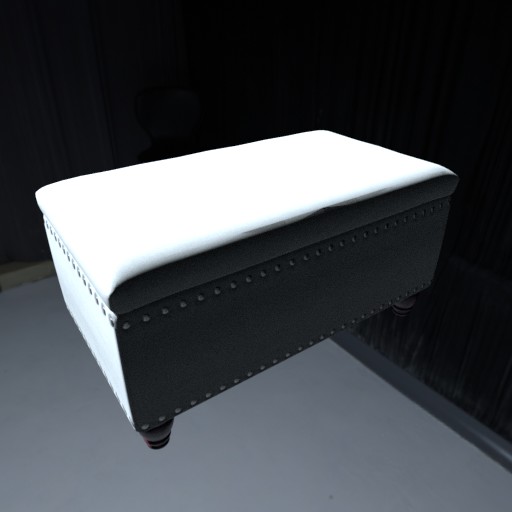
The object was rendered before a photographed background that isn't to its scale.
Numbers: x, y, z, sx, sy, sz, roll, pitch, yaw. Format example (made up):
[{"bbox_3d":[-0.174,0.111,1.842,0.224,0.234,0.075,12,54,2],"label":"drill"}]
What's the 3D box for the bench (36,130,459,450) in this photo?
[{"bbox_3d":[0.000,0.000,1.147,0.887,0.449,0.500,-19,35,-30],"label":"bench"}]
